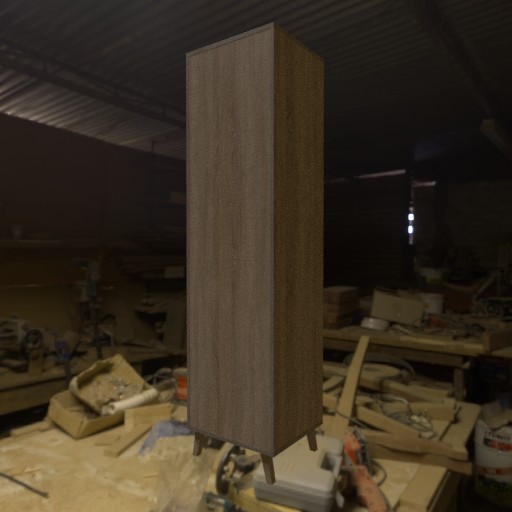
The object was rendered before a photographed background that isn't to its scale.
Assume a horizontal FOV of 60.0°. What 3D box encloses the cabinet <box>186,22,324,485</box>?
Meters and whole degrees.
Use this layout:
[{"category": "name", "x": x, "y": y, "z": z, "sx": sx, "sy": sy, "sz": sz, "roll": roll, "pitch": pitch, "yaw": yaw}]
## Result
[{"category": "cabinet", "x": 0.000, "y": 0.000, "z": 2.195, "sx": 0.510, "sy": 1.960, "sz": 0.450, "roll": 1, "pitch": 1, "yaw": 36}]
